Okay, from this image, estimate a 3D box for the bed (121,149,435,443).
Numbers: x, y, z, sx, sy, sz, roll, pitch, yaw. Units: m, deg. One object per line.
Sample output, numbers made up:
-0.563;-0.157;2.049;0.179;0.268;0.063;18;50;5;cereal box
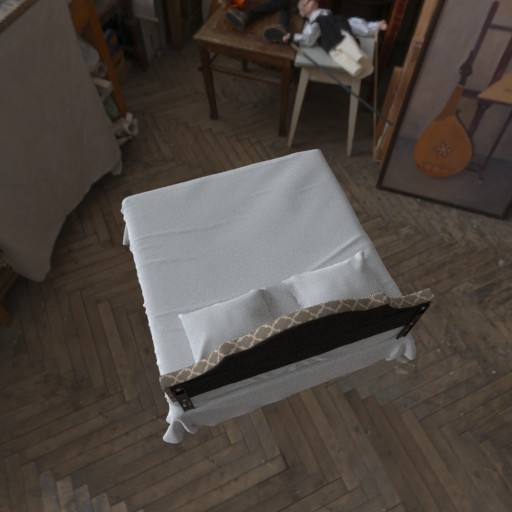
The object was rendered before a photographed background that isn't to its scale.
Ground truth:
0.000;0.000;3.783;2.314;1.601;2.222;-16;60;-10;bed
